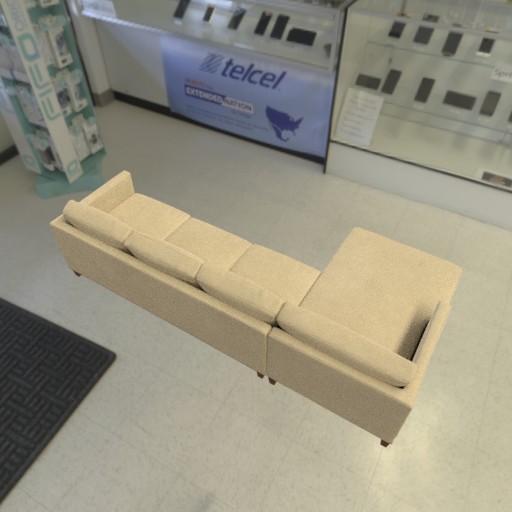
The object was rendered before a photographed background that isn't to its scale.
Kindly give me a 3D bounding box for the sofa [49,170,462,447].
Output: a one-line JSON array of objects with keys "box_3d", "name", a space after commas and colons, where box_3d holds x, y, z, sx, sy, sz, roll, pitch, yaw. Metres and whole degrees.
[{"box_3d": [0.000, 0.000, 3.869, 3.186, 0.846, 1.625, 24, 51, 21], "name": "sofa"}]
